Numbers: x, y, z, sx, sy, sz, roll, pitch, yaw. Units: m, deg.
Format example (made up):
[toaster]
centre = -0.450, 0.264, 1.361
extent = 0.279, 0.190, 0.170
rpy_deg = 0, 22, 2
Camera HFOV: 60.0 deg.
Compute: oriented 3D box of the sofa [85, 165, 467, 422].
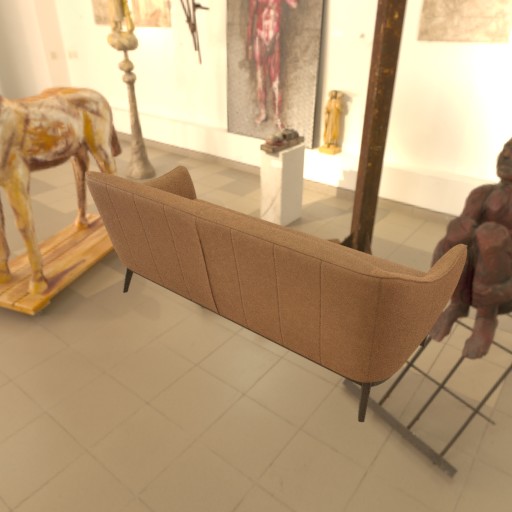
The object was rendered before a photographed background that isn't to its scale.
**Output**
[sofa]
centre = 0.000, 0.000, 2.411
extent = 1.928, 0.830, 0.869
rpy_deg = 21, 36, 32
